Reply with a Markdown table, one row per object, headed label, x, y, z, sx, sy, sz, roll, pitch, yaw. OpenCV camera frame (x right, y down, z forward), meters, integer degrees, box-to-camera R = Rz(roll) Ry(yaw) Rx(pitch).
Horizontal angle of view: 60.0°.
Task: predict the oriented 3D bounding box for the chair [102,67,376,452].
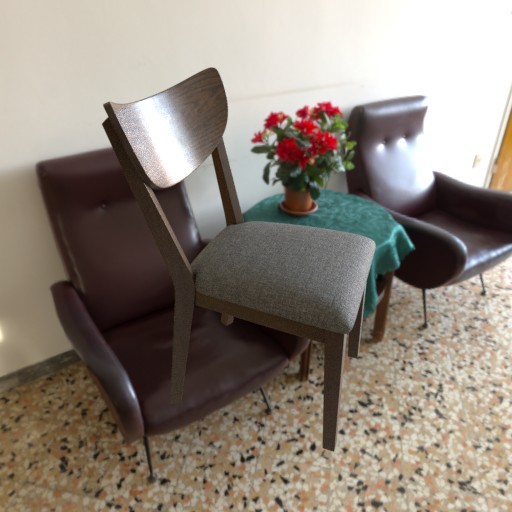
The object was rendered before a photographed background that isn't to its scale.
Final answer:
| label | x | y | z | sx | sy | sz | roll | pitch | yaw |
| --- | --- | --- | --- | --- | --- | --- | --- | --- | --- |
| chair | 0.000 | 0.000 | 1.178 | 0.583 | 0.849 | 0.491 | 11 | 33 | 17 |
